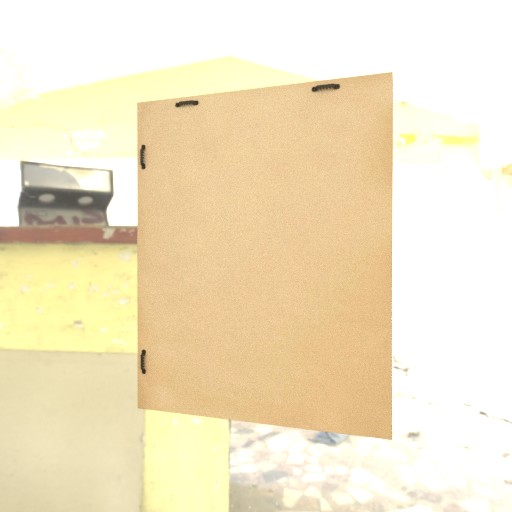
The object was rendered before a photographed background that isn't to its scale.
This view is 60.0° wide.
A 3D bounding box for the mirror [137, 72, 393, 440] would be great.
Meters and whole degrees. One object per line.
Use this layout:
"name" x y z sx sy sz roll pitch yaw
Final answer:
"mirror" 0.000 0.000 0.689 0.406 0.509 0.041 0 0 18
